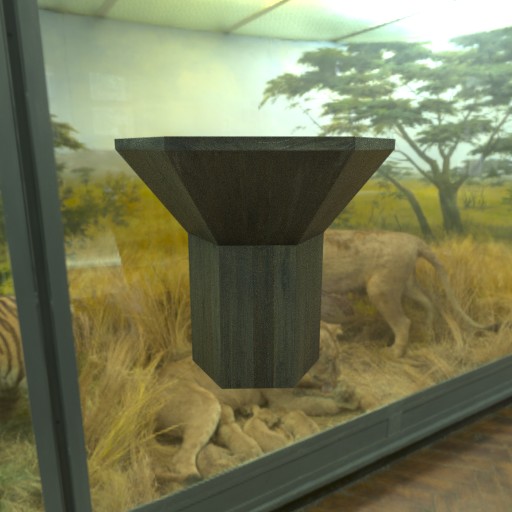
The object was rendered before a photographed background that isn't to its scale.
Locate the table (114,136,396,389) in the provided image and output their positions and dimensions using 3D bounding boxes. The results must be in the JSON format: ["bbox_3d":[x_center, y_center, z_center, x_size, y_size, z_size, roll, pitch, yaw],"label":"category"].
[{"bbox_3d":[0.000,0.000,1.147,0.592,0.586,0.683,7,16,28],"label":"table"}]
